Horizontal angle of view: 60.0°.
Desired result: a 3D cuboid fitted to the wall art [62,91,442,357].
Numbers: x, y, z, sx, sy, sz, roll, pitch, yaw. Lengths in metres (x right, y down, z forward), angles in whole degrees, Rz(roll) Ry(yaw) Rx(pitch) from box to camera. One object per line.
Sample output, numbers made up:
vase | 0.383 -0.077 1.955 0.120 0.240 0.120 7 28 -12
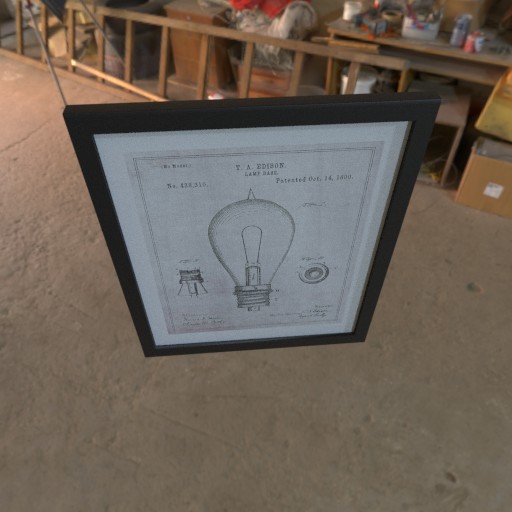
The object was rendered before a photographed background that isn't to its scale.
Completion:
wall art | 0.000 0.000 0.690 0.430 0.509 0.021 -3 46 -3
